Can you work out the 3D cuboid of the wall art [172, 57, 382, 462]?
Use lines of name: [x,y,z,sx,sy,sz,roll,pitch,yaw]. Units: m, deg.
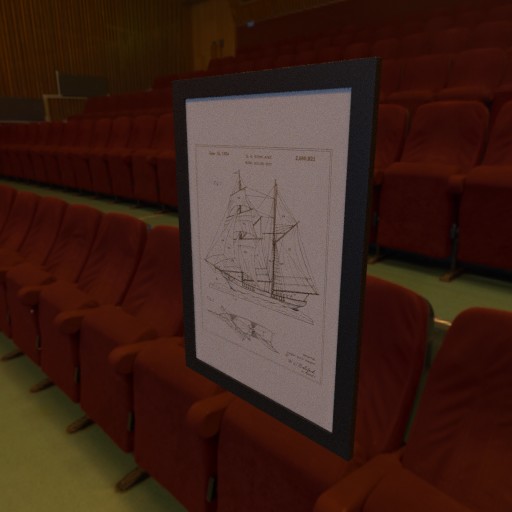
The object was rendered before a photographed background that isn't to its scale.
wall art: [0.000,0.000,0.691,0.381,0.534,0.013,15,22,42]
